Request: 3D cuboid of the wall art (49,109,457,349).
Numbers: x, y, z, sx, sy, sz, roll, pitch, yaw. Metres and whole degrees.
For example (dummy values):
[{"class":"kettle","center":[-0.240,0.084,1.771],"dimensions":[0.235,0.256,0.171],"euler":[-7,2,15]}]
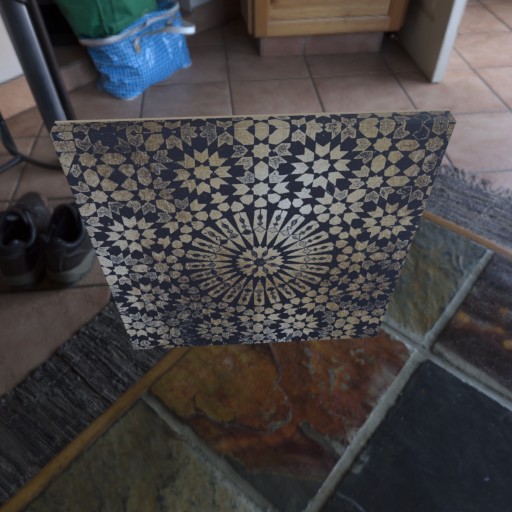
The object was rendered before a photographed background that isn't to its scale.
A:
[{"class":"wall art","center":[0.000,0.000,0.900],"dimensions":[0.612,0.612,0.038],"euler":[-3,48,-2]}]
